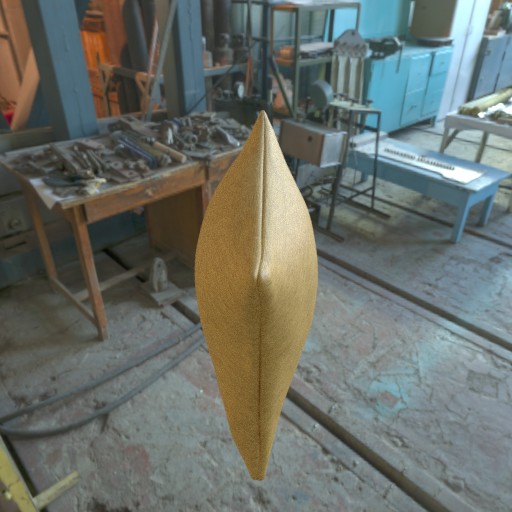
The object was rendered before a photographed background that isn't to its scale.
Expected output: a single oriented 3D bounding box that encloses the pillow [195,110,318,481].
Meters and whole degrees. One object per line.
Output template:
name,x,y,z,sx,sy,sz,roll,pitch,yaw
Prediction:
pillow,0.000,0.000,0.794,0.210,0.354,0.634,1,32,1
